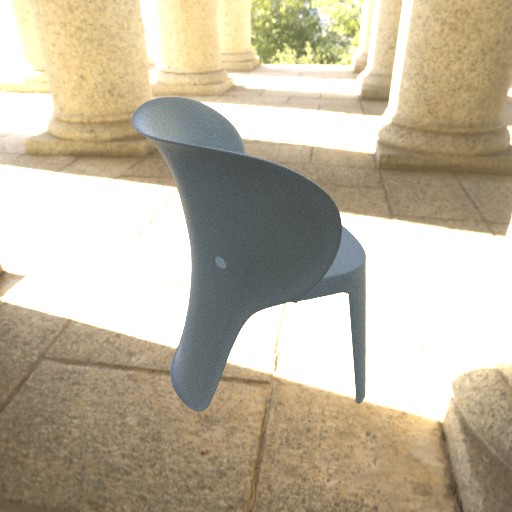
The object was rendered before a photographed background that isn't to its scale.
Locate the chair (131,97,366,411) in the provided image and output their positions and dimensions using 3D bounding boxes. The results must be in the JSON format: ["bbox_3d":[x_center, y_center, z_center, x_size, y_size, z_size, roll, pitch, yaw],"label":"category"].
[{"bbox_3d":[0.000,0.000,0.872,0.402,0.554,0.451,-10,31,-17],"label":"chair"}]
